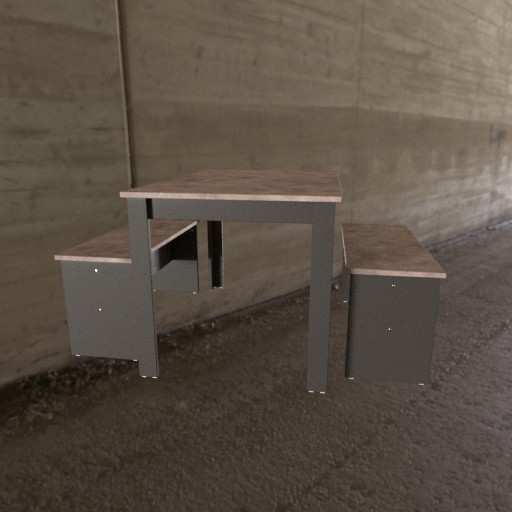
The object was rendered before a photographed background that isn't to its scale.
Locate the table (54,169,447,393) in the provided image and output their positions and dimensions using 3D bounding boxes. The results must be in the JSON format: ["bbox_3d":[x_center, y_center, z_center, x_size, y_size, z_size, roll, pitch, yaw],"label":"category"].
[{"bbox_3d":[0.000,0.000,2.037,1.443,0.700,1.100,2,15,9],"label":"table"}]
